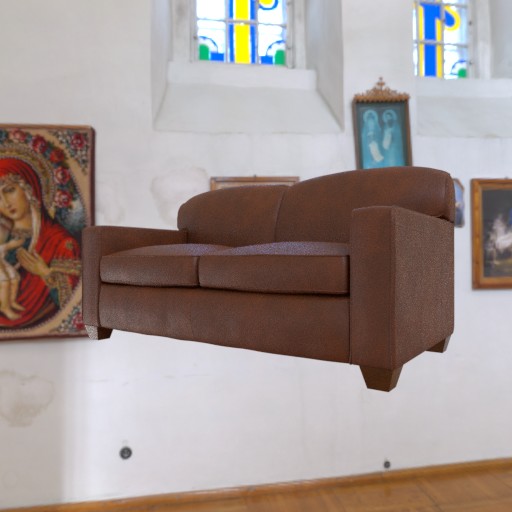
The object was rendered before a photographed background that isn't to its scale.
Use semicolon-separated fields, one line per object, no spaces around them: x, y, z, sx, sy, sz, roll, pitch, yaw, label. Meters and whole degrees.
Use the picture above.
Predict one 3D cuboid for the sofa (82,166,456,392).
0.000;0.000;2.417;1.856;0.966;1.000;0;0;36;sofa
